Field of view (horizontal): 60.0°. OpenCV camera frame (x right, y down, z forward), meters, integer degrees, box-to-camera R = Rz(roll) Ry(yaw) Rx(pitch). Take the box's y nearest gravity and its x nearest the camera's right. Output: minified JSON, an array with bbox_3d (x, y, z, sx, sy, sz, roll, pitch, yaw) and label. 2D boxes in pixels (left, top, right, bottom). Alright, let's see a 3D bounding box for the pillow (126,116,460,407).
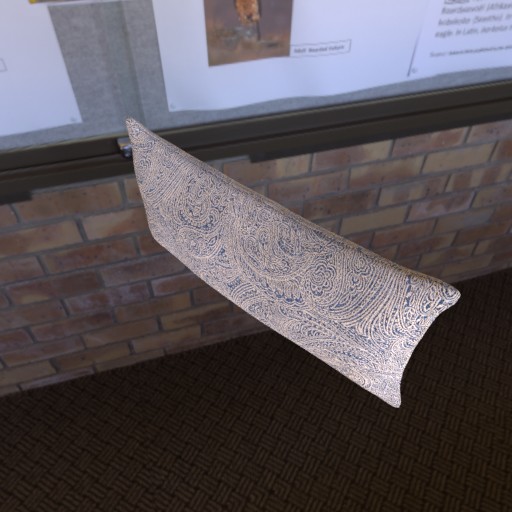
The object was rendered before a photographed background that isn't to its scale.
[{"bbox_3d":[0.000,0.000,0.747,0.615,0.295,0.151,32,54,27],"label":"pillow"}]
